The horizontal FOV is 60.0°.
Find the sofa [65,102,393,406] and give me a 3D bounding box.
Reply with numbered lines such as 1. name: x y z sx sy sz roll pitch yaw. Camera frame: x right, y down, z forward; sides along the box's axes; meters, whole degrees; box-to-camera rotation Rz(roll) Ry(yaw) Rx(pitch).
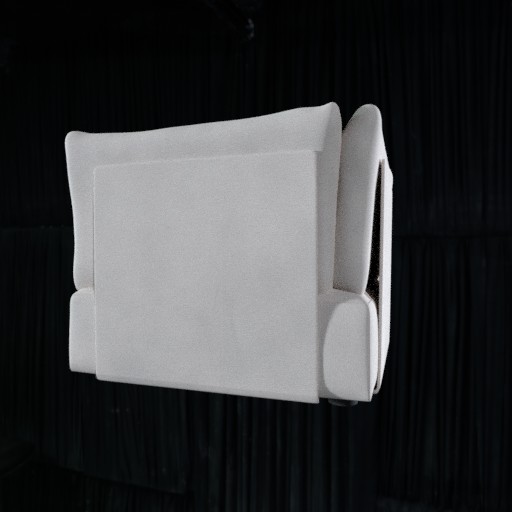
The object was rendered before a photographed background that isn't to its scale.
1. sofa: 0.000 0.000 1.735 1.000 0.820 1.000 0 0 19
